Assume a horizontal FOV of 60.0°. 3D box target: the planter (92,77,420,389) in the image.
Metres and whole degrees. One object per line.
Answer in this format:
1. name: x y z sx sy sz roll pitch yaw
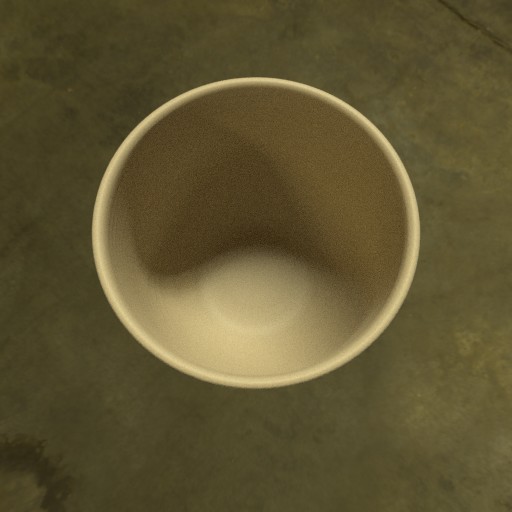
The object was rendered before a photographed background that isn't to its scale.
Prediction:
1. planter: 0.000 0.000 0.302 0.169 0.153 0.169 0 75 0
